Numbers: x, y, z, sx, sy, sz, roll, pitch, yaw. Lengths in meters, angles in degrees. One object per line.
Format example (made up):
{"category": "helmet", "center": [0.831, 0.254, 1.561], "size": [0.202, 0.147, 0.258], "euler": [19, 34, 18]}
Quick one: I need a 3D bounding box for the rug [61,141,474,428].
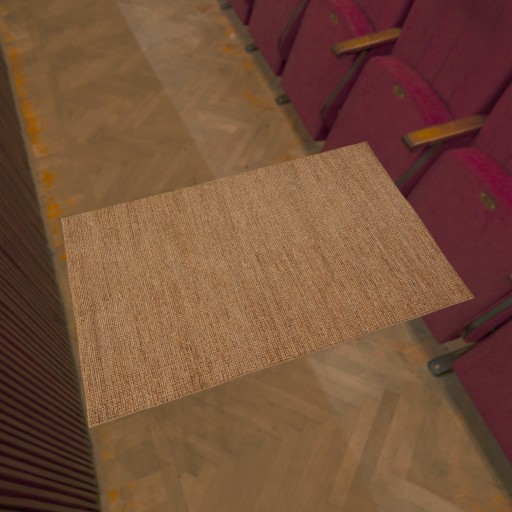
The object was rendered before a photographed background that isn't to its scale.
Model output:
{"category": "rug", "center": [0.000, 0.000, 3.012], "size": [2.438, 0.034, 1.521], "euler": [-16, 58, -10]}
